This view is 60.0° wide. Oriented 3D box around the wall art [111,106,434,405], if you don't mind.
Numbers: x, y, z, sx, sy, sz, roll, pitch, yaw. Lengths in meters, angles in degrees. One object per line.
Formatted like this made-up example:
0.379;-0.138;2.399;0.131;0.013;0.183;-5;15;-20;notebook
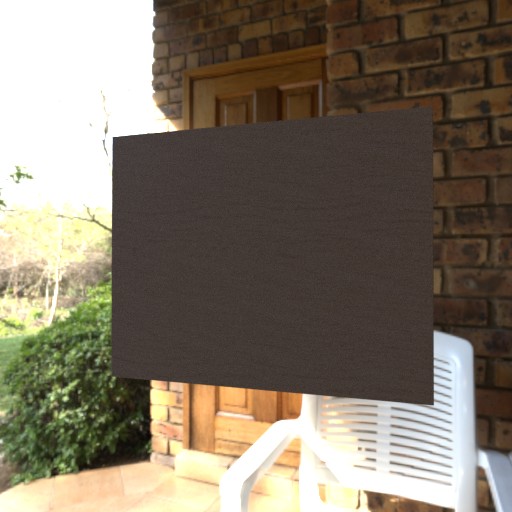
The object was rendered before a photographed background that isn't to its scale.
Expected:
0.000;0.000;0.682;0.508;0.406;0.013;0;0;17;wall art
